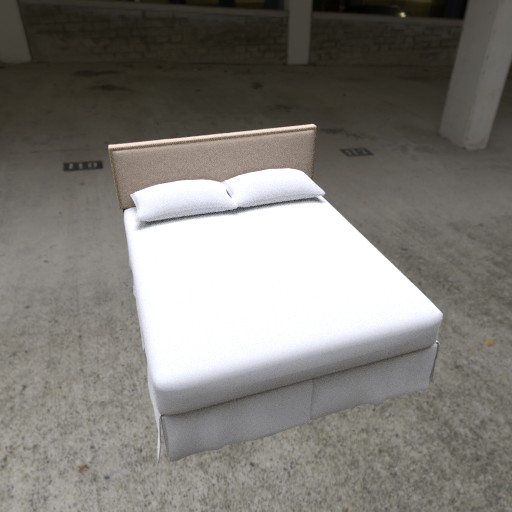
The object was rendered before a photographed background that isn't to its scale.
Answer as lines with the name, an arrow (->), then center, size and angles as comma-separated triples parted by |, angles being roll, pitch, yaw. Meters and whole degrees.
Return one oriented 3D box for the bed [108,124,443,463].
bed -> 0.000, 0.000, 2.842 | 1.616, 1.016, 1.876 | -10, 35, -15
